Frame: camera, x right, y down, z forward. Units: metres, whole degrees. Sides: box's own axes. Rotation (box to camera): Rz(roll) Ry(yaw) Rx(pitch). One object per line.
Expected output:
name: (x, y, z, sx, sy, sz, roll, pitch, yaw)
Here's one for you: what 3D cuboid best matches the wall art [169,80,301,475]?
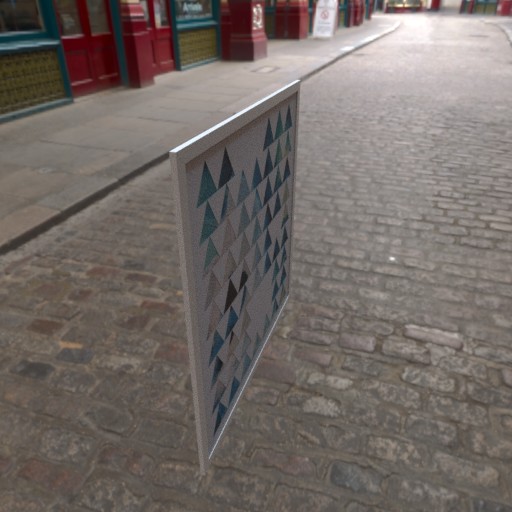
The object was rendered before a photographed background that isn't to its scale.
wall art: (0.000, 0.000, 0.692, 0.007, 0.456, 0.456, 10, 31, 16)
